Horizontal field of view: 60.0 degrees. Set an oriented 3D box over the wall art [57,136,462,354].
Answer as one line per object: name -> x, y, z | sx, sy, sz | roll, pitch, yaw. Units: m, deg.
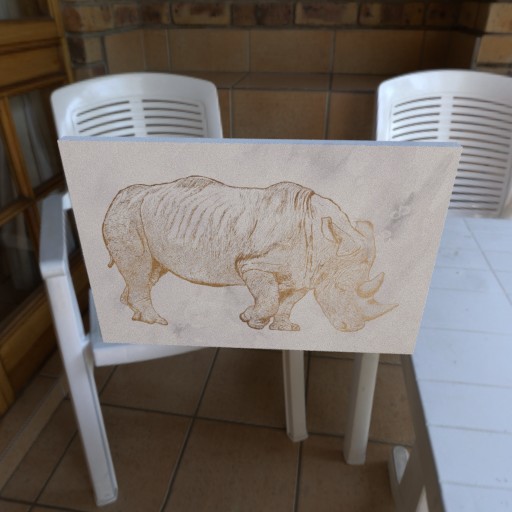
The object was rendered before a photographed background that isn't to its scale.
wall art -> 0.000, 0.000, 1.171 | 0.915, 0.610, 0.038 | 2, 31, 3
